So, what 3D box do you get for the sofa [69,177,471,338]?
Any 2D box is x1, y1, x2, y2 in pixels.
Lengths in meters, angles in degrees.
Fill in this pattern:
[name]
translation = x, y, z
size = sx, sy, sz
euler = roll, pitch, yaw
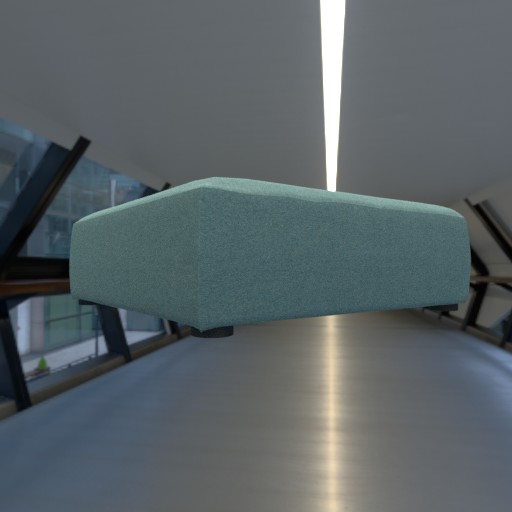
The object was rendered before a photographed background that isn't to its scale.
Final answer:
[sofa]
translation = 0.000, 0.000, 1.442
size = 0.930, 0.330, 0.930
euler = 1, -1, -36
